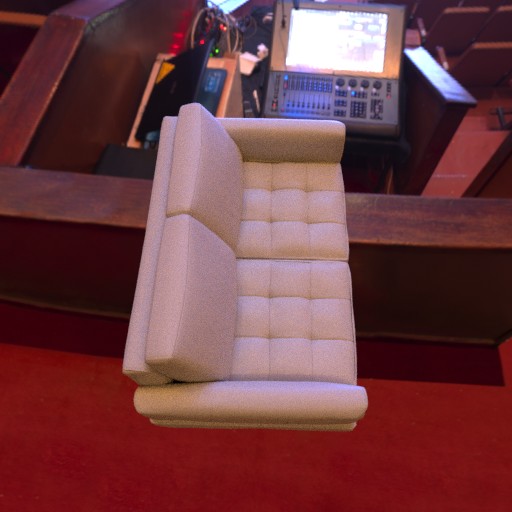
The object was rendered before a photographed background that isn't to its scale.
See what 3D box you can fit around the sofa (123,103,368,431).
[{"bbox_3d":[0.000,0.000,2.532,1.121,0.930,1.819,1,63,1],"label":"sofa"}]
